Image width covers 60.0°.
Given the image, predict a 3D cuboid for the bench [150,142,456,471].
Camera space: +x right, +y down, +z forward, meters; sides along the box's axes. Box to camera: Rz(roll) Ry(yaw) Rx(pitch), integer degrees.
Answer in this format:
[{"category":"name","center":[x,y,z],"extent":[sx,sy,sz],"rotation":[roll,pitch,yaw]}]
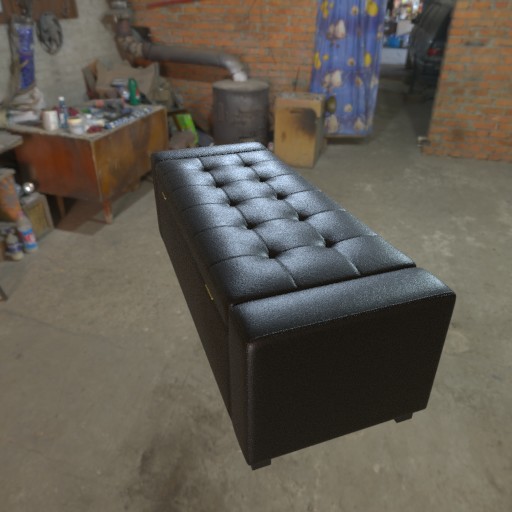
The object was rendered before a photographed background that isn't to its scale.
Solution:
[{"category":"bench","center":[0.000,0.000,1.539],"extent":[0.508,0.445,1.296],"rotation":[-10,32,-17]}]
